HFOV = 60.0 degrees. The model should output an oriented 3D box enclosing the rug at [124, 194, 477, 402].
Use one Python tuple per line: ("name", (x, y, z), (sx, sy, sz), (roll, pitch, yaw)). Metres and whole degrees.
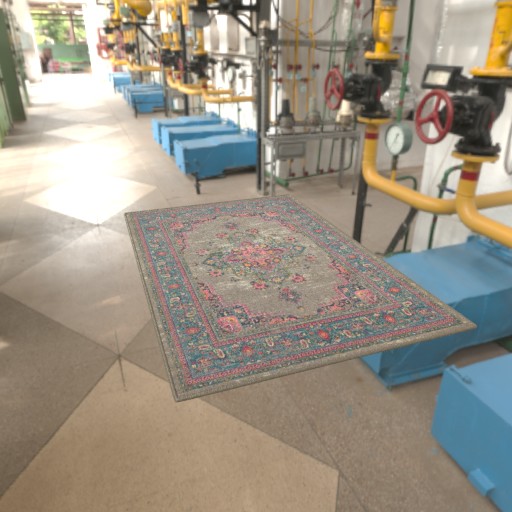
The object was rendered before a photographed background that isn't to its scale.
("rug", (0.000, 0.000, 2.229), (1.144, 0.014, 1.748), (-9, 27, -18))
